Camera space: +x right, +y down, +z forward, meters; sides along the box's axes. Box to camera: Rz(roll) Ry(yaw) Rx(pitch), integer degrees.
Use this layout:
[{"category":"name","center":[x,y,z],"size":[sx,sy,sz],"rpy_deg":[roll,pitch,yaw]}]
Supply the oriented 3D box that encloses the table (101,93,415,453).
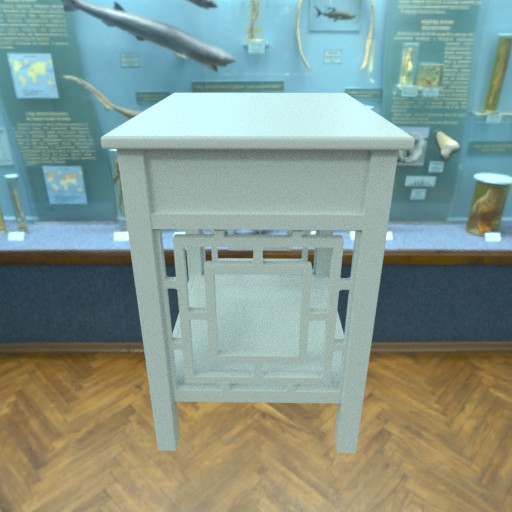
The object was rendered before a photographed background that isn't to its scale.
[{"category":"table","center":[0.000,0.000,1.013],"size":[0.451,0.646,0.564],"rpy_deg":[0,26,1]}]
